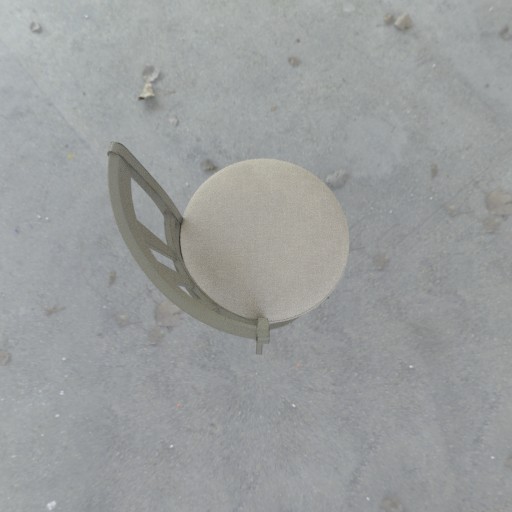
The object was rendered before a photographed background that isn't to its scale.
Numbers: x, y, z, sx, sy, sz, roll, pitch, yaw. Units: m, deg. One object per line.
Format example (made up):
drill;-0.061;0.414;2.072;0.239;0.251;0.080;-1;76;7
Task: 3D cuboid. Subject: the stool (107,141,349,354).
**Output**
stool;0.000;0.000;1.241;0.486;0.994;0.450;-38;78;-9
